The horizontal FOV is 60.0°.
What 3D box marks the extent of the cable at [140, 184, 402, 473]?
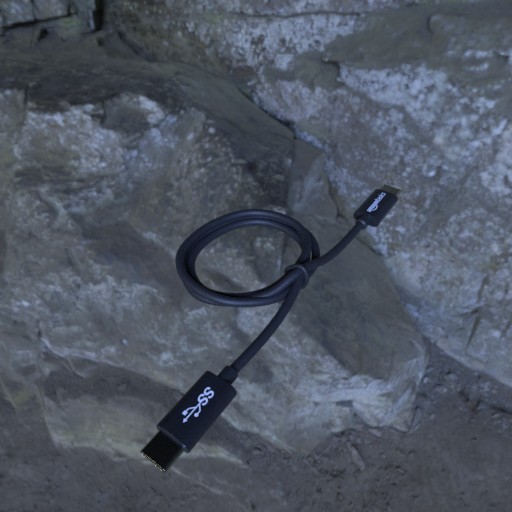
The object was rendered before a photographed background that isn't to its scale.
[{"bbox_3d":[0.000,0.000,0.203,0.070,0.014,0.186,26,48,25],"label":"cable"}]
